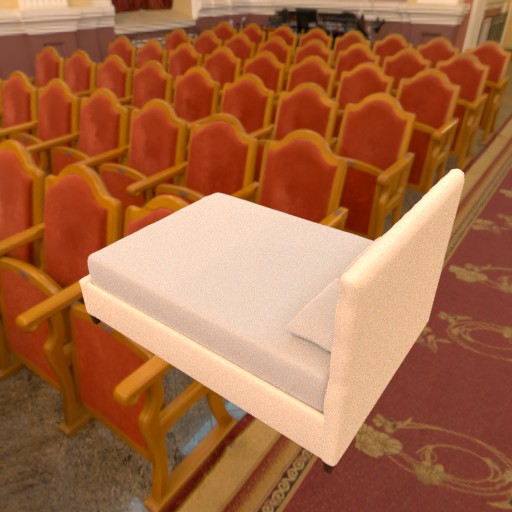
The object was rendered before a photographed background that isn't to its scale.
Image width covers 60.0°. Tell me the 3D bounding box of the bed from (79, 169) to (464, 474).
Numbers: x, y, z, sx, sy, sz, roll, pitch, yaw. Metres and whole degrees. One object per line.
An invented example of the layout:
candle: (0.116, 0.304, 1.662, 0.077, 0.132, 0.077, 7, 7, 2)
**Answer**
bed: (0.000, 0.000, 3.444, 2.387, 1.427, 1.698, 21, 38, 31)
